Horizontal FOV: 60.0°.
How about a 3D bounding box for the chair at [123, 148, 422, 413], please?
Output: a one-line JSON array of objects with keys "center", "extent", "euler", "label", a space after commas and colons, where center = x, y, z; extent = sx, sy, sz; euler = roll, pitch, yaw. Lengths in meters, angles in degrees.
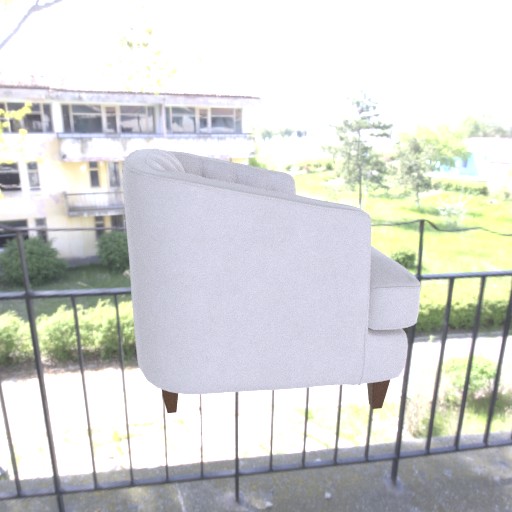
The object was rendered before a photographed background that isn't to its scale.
[{"center": [0.000, 0.000, 1.825], "extent": [0.941, 0.852, 1.104], "euler": [-3, 17, -8], "label": "chair"}]
